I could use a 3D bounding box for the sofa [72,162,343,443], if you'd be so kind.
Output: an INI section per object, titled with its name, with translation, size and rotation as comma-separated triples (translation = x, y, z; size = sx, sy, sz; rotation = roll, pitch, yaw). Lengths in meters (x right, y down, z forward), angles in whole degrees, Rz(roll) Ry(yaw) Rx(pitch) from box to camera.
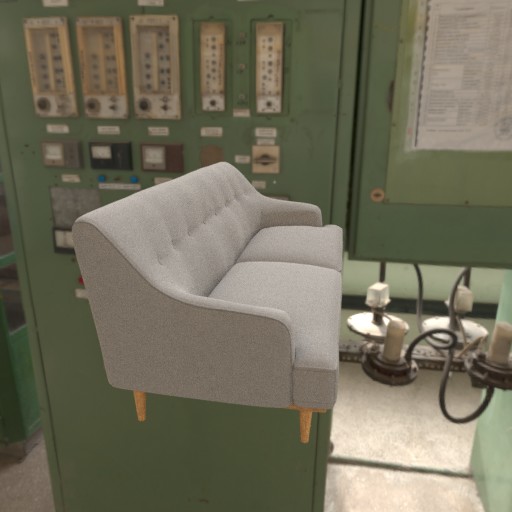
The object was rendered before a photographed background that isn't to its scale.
[sofa]
translation = 0.000, 0.000, 2.523
size = 0.978, 0.871, 2.057
rotation = 3, 18, 10
